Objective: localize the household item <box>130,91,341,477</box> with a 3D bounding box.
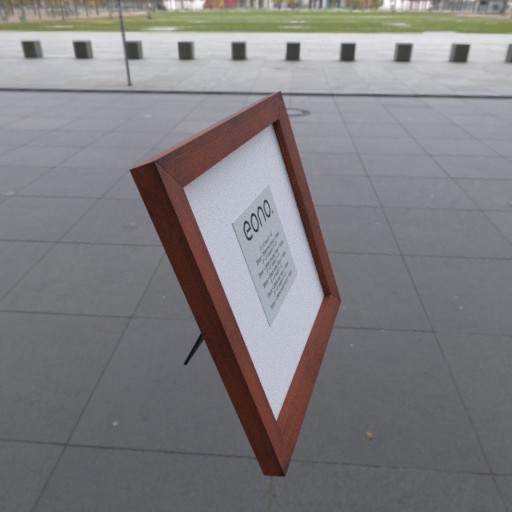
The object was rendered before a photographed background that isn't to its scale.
[{"bbox_3d":[0.000,0.000,0.393,0.131,0.240,0.240,10,31,17],"label":"household item"}]
